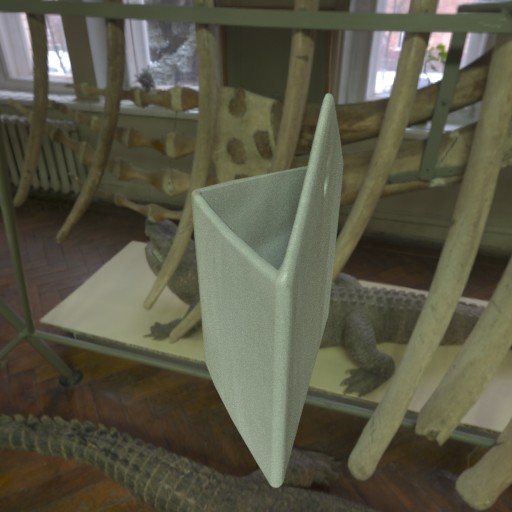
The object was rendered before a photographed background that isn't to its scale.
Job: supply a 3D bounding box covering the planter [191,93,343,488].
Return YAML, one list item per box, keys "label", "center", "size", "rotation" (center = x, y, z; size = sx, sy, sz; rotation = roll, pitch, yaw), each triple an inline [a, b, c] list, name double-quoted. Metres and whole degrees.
- label: "planter"
  center: [0.000, 0.000, 0.271]
  size: [0.080, 0.194, 0.163]
  rotation: [9, 32, 15]
